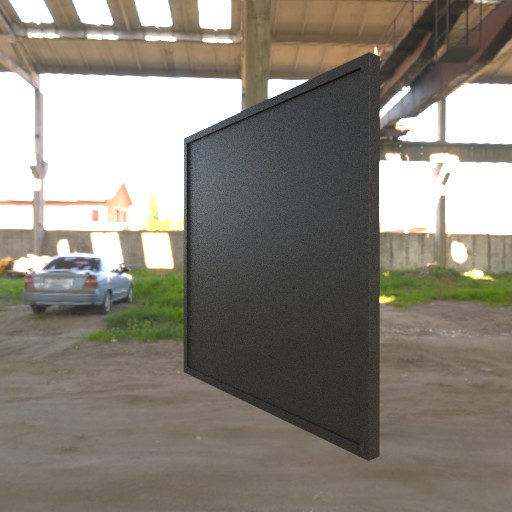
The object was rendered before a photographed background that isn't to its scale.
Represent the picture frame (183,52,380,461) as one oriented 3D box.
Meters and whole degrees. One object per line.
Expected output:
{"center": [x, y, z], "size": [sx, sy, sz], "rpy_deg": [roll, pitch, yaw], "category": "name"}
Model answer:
{"center": [0.000, 0.000, 1.162], "size": [0.032, 0.775, 0.775], "rpy_deg": [0, 0, -36], "category": "picture frame"}
